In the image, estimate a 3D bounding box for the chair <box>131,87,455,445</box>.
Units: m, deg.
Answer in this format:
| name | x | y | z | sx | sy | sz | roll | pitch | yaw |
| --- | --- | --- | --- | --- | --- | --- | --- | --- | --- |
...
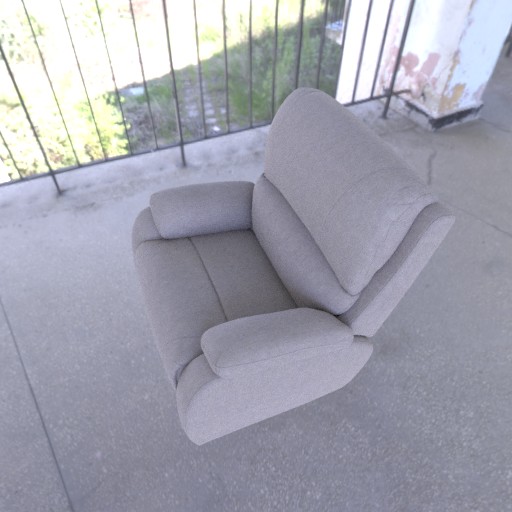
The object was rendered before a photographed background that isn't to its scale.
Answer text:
| name | x | y | z | sx | sy | sz | roll | pitch | yaw |
| --- | --- | --- | --- | --- | --- | --- | --- | --- | --- |
| chair | 0.000 | 0.000 | 1.706 | 0.899 | 1.011 | 0.930 | -16 | 48 | -15 |
